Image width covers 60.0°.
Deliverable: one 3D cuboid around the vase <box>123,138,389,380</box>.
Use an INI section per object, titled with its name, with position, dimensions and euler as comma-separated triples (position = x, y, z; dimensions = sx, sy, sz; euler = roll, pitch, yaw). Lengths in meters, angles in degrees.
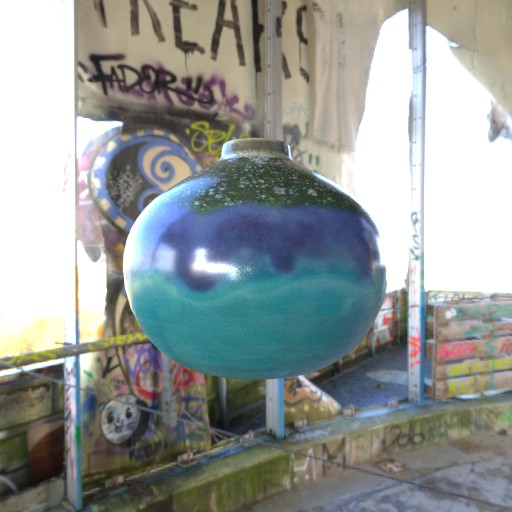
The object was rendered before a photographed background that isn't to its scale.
[vase]
position = 0.000, 0.000, 0.268
dimensions = 0.154, 0.133, 0.154
euler = 0, 1, 0
